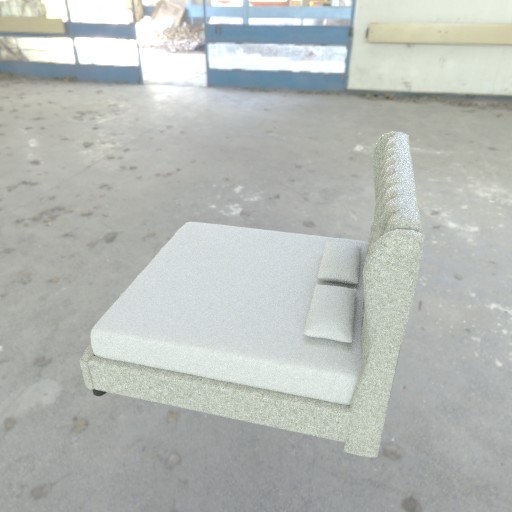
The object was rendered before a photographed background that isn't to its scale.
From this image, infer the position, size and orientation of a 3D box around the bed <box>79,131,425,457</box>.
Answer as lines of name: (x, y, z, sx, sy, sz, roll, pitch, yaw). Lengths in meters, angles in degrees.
bed: (0.000, 0.000, 3.837, 2.347, 1.771, 2.219, 7, 31, 12)
